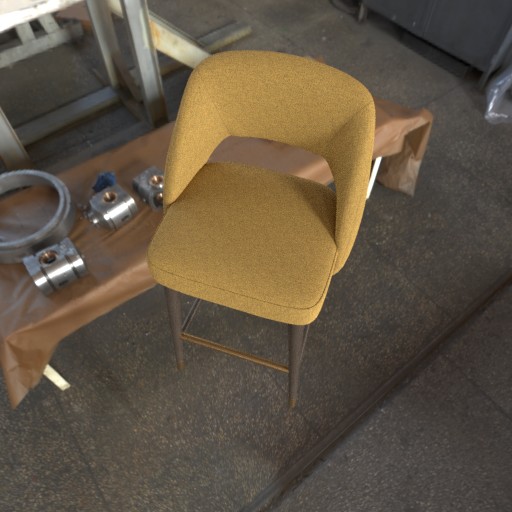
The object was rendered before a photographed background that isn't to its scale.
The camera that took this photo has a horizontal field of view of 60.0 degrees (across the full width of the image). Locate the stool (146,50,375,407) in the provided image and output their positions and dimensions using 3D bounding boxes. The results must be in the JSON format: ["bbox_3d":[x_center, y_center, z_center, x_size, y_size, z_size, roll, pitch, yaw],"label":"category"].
[{"bbox_3d":[0.000,0.000,1.349,0.536,1.032,0.522,15,58,10],"label":"stool"}]
